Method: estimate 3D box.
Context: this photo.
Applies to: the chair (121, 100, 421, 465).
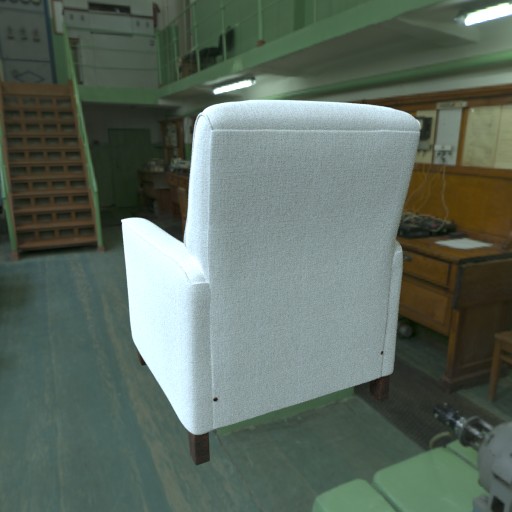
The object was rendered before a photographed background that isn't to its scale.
[{"bbox_3d":[0.000,0.000,1.629,0.841,1.028,0.858,-8,17,-27],"label":"chair"}]
